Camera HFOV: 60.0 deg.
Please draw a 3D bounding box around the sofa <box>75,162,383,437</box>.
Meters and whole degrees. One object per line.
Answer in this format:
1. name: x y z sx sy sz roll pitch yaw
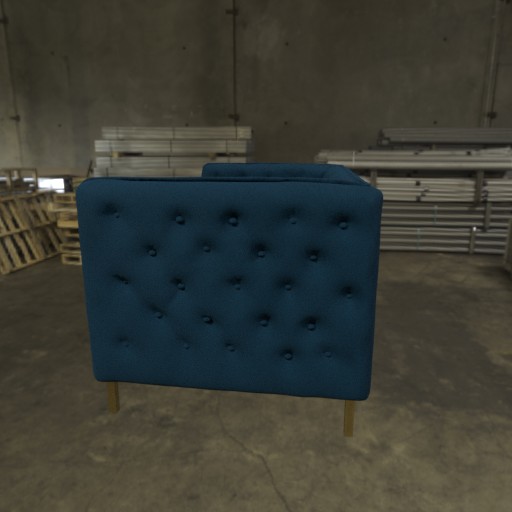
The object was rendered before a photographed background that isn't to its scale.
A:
1. sofa: 0.000 0.000 2.055 0.909 0.810 1.583 2 14 8
